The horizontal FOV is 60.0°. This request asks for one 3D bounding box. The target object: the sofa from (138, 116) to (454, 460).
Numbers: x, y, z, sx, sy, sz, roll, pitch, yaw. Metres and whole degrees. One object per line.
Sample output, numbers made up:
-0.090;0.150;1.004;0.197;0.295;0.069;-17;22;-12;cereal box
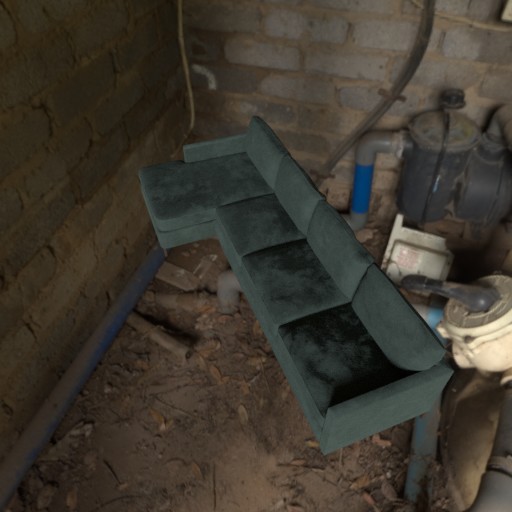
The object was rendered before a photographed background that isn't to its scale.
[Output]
0.000;0.000;4.013;1.500;0.967;3.400;-16;48;-15;sofa
